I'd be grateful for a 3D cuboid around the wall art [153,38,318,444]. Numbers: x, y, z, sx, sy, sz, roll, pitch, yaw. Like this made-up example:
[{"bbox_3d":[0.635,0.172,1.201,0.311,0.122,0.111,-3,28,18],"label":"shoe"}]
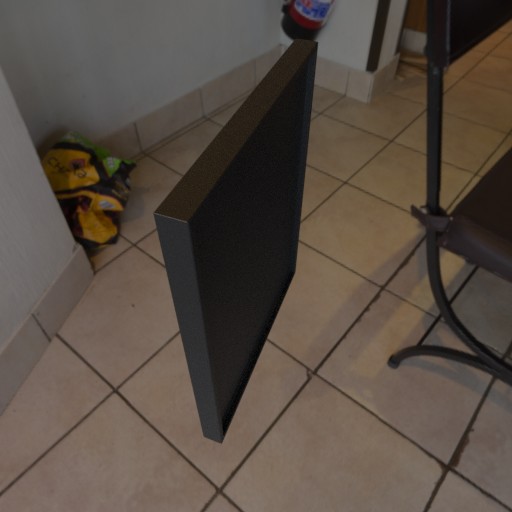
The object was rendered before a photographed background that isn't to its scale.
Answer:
[{"bbox_3d":[0.000,0.000,0.763,0.039,0.555,0.449,16,49,14],"label":"wall art"}]
